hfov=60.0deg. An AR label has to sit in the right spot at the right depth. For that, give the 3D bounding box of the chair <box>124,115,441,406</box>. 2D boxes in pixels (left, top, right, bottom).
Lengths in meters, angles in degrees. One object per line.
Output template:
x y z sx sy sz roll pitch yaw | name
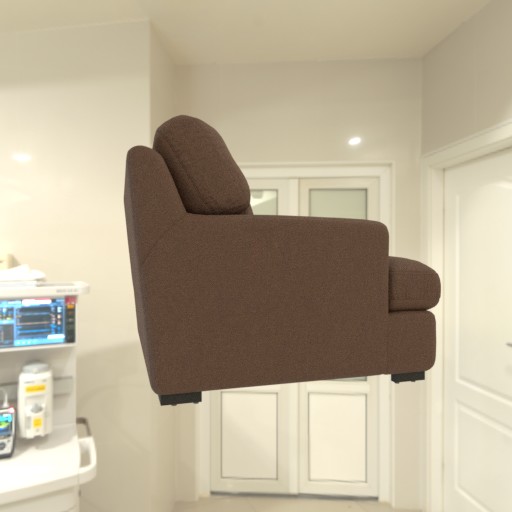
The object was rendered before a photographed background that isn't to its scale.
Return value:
0.000 0.000 2.011 1.143 0.940 1.168 0 0 -17 | chair
